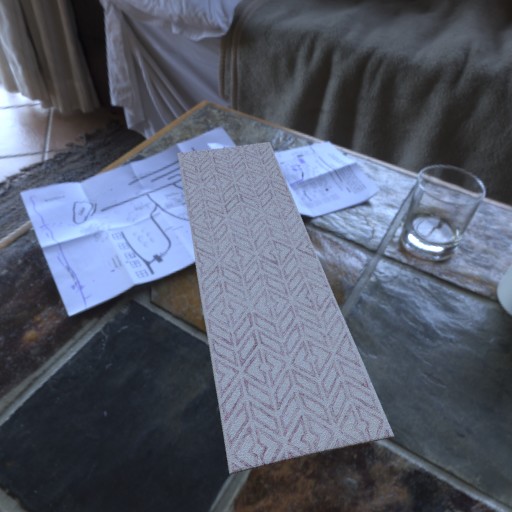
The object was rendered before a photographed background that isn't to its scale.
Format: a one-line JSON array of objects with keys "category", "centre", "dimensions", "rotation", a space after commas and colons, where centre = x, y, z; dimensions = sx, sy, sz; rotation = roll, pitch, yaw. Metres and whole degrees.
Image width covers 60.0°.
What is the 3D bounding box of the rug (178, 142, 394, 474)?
[{"category": "rug", "centre": [0.000, 0.000, 2.748], "dimensions": [0.750, 0.009, 2.435], "rotation": [-9, 48, -8]}]
